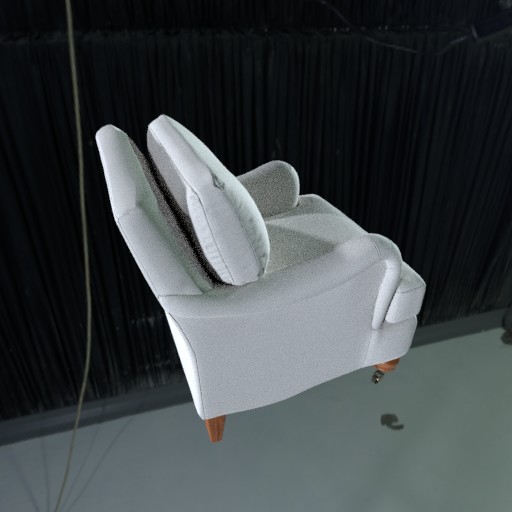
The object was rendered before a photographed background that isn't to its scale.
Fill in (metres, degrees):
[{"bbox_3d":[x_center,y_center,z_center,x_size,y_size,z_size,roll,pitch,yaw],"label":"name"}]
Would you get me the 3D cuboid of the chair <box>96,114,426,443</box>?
[{"bbox_3d":[0.000,0.000,1.837,1.070,1.038,0.955,-11,32,-18],"label":"chair"}]
